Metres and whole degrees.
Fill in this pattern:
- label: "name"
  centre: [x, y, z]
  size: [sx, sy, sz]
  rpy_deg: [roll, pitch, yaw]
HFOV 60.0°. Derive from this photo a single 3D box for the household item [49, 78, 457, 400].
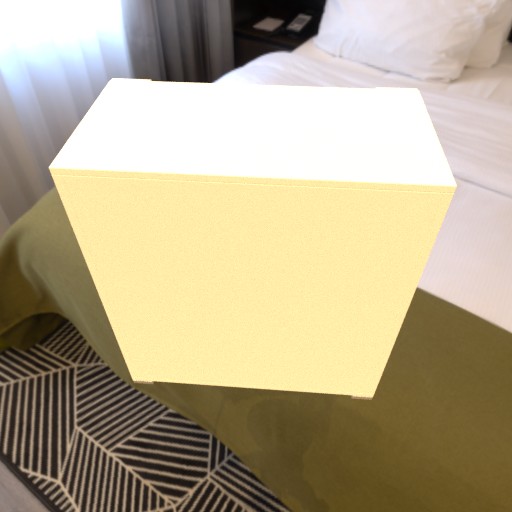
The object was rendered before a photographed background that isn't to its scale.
- label: "household item"
  centre: [0.000, 0.000, 1.322]
  size: [0.800, 0.870, 0.420]
  rpy_deg: [3, 46, 3]
